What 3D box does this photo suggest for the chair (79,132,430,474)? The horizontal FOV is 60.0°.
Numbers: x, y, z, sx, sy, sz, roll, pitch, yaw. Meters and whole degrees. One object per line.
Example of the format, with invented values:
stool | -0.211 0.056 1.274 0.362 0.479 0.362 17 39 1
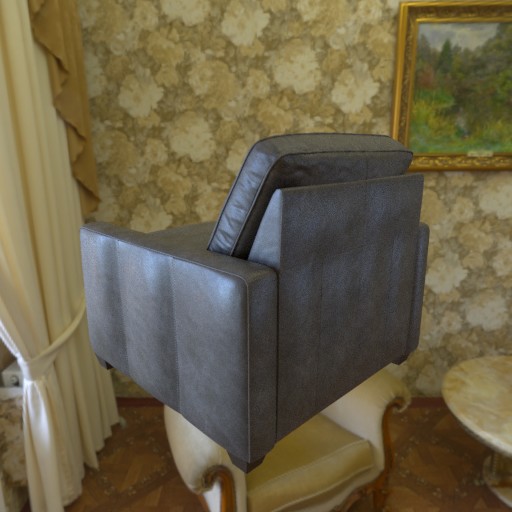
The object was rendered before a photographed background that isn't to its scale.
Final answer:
chair | 0.000 0.000 1.716 1.006 0.916 0.939 -14 20 -43
